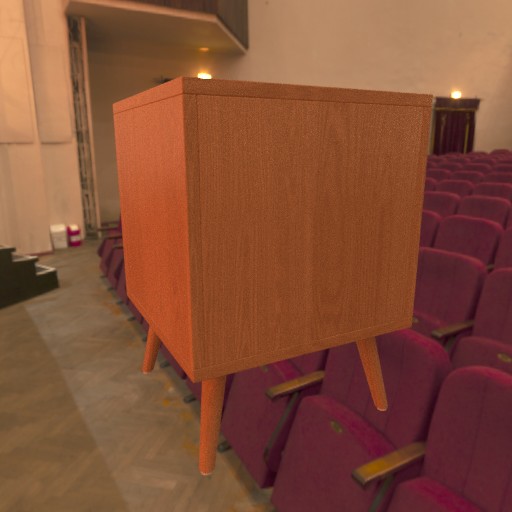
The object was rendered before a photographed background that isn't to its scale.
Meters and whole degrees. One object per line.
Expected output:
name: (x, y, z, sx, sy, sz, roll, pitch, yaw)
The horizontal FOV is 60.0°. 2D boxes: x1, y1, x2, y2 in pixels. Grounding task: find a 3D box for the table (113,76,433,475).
table: (0.000, 0.000, 0.823, 0.400, 0.550, 0.400, -7, 16, -27)
